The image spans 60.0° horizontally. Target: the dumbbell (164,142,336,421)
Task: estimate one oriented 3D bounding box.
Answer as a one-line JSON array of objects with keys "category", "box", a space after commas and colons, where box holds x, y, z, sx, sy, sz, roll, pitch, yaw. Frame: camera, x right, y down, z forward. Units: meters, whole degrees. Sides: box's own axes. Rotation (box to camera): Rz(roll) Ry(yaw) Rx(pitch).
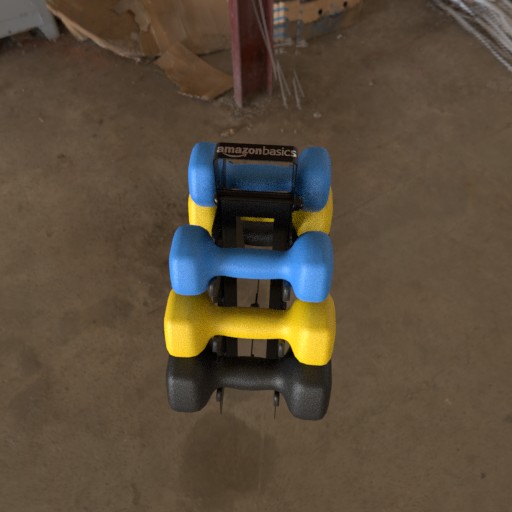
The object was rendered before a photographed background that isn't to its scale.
[{"category": "dumbbell", "box": [0.000, 0.000, 0.669, 0.255, 0.426, 0.409, 4, 57, 2]}]
